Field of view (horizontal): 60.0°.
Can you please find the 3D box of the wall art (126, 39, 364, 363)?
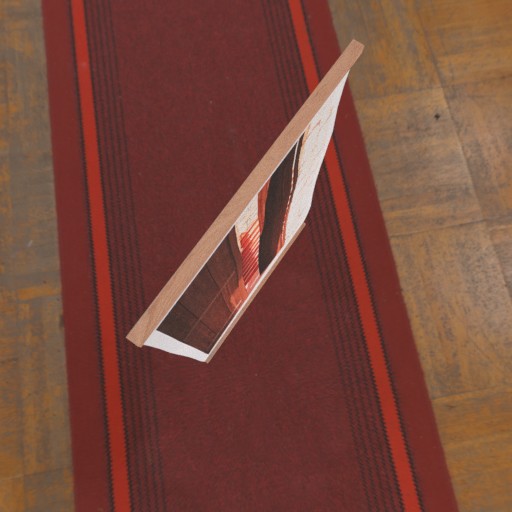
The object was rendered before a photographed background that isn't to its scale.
[{"bbox_3d":[0.000,0.000,0.619,0.012,0.508,0.332,34,78,9],"label":"wall art"}]
